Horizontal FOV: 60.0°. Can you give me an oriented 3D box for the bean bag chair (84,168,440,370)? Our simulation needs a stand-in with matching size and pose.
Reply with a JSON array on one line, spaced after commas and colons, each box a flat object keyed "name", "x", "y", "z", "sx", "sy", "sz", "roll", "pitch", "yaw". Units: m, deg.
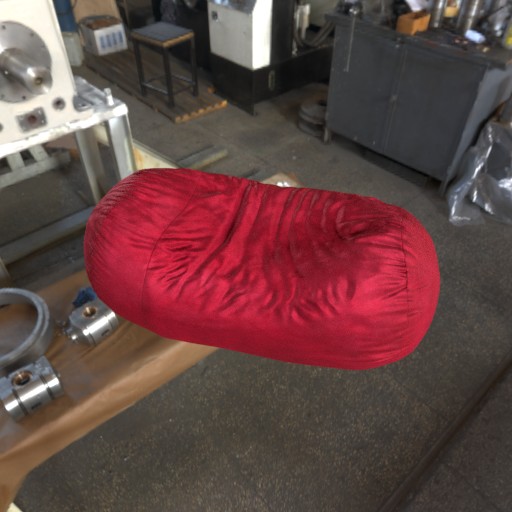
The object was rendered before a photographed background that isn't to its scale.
[{"name": "bean bag chair", "x": 0.000, "y": 0.000, "z": 2.918, "sx": 2.293, "sy": 0.867, "sz": 1.216, "roll": 10, "pitch": 44, "yaw": 11}]
